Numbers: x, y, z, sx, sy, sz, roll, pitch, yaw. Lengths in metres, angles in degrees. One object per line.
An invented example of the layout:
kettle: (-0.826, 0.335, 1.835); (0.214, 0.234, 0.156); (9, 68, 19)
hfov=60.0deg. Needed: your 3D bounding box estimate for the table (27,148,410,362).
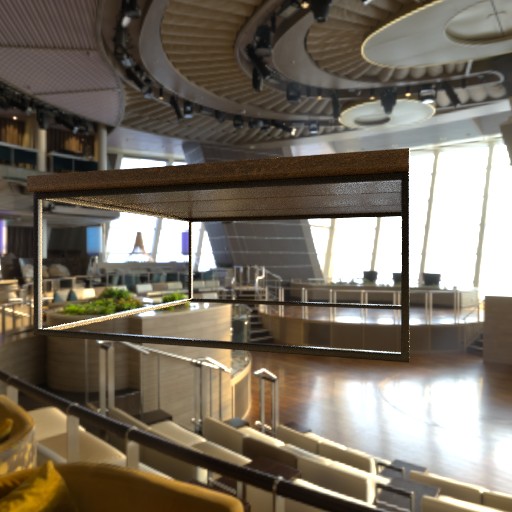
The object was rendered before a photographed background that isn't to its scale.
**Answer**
table: (0.000, 0.000, 1.385); (0.900, 0.400, 0.900); (0, 0, 19)
